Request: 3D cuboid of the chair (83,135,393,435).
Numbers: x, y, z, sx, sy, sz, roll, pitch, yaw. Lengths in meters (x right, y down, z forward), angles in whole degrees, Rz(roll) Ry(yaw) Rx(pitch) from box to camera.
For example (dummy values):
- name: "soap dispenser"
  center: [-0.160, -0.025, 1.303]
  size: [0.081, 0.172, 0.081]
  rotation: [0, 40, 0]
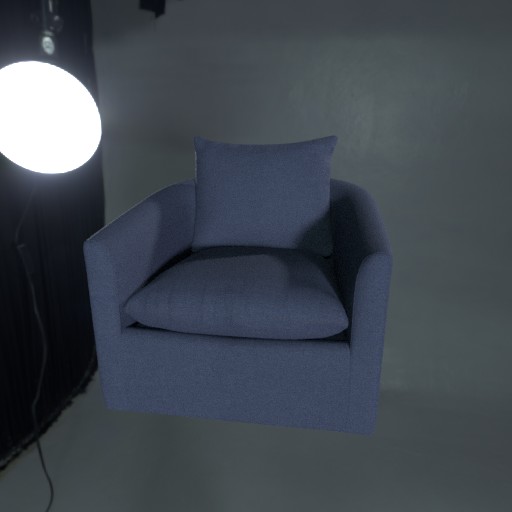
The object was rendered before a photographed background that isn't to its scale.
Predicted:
- name: "chair"
  center: [0.000, 0.000, 1.618]
  size: [0.845, 0.848, 0.910]
  rotation: [2, 16, 9]
